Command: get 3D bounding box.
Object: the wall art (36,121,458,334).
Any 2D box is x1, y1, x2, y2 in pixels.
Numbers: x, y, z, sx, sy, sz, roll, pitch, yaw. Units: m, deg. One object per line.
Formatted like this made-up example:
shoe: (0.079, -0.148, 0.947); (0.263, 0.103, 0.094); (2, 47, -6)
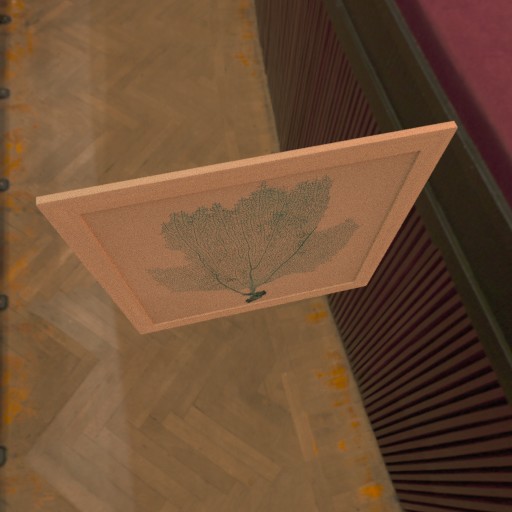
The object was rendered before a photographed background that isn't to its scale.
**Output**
wall art: (0.000, 0.000, 0.862); (0.584, 0.584, 0.013); (-12, 64, -6)
